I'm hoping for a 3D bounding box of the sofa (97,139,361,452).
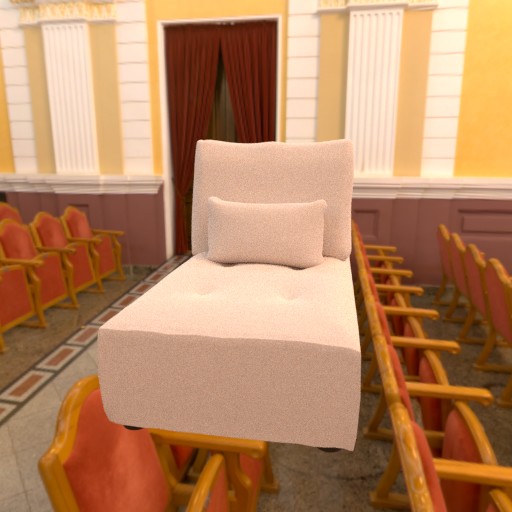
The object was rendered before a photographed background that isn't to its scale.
[{"bbox_3d":[0.000,0.000,1.576,0.700,0.820,1.000,2,14,10],"label":"sofa"}]
